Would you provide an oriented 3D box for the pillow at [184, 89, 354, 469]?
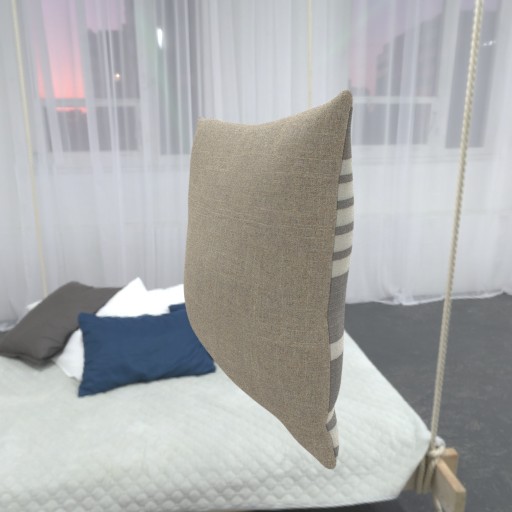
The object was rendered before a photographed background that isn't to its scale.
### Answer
[{"bbox_3d":[0.000,0.000,0.677,0.182,0.440,0.439,-7,16,-27],"label":"pillow"}]
